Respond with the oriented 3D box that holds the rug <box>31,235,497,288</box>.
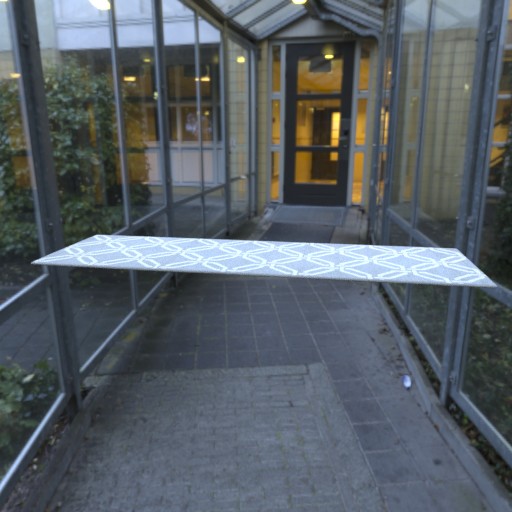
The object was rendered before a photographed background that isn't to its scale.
[{"bbox_3d":[0.000,0.000,2.456,2.276,0.014,0.678,3,15,9],"label":"rug"}]
